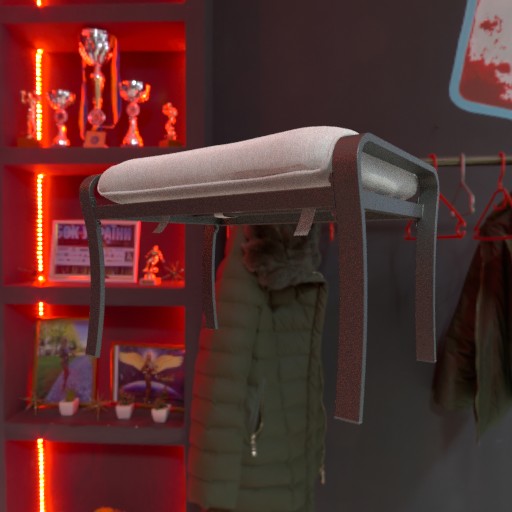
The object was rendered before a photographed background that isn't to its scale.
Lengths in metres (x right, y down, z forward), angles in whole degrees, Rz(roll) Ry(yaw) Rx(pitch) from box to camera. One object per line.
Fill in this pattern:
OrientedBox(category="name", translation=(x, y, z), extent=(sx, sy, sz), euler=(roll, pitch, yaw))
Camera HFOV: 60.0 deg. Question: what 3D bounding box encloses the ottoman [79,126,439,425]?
OrientedBox(category="ottoman", translation=(0.000, 0.000, 0.902), extent=(0.610, 0.422, 0.406), euler=(1, 2, 36))
